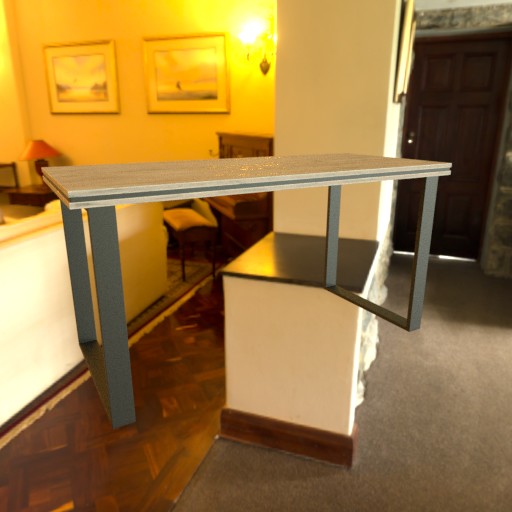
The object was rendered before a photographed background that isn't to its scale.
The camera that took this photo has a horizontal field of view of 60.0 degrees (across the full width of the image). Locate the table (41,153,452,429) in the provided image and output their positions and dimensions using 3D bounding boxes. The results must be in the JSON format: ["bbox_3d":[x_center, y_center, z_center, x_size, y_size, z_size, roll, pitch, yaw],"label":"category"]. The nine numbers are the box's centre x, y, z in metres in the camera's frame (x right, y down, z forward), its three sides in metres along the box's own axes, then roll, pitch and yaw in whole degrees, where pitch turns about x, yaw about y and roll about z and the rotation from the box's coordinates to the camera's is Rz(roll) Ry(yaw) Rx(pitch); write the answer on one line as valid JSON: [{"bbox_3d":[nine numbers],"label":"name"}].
[{"bbox_3d":[0.000,0.000,2.229,1.778,0.899,0.795,-10,20,-29],"label":"table"}]
